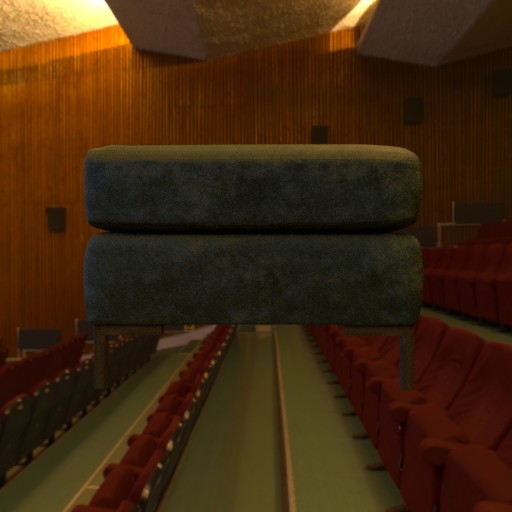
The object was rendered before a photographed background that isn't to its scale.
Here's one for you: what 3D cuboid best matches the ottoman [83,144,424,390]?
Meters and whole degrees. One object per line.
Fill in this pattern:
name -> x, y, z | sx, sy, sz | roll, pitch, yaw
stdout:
ottoman -> 0.000, 0.000, 1.299 | 0.701, 0.538, 0.839 | 0, 0, 1
